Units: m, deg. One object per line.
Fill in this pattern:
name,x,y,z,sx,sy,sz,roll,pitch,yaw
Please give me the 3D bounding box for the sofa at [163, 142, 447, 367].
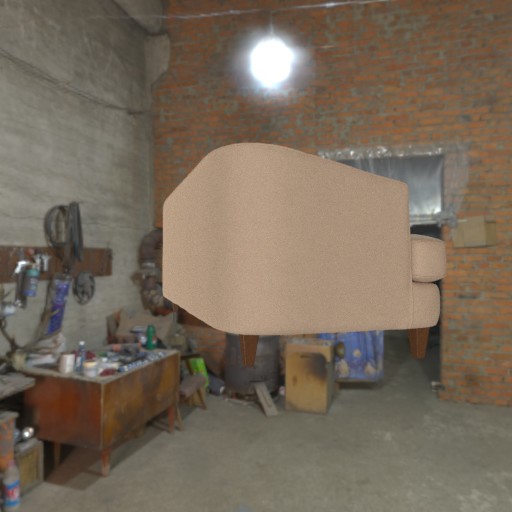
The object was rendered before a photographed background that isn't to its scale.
sofa,0.000,0.000,2.712,0.941,0.855,2.278,0,-1,-18
